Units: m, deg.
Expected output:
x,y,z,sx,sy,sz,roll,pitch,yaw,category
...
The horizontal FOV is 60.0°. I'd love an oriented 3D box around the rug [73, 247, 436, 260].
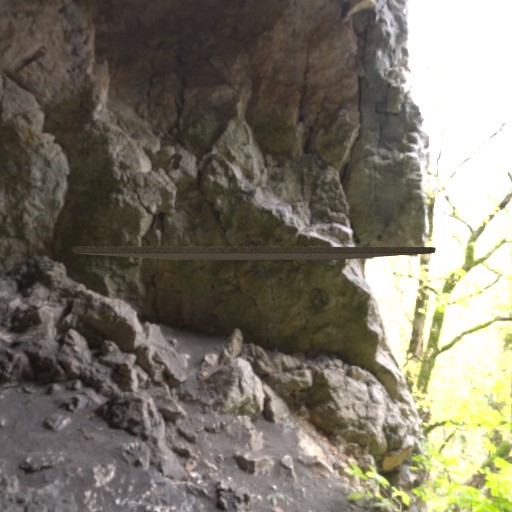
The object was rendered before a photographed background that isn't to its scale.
x,y,z,sx,sy,sz,roll,pitch,yaw,category
0.000,0.000,2.968,1.500,0.026,2.349,0,-1,0,rug
